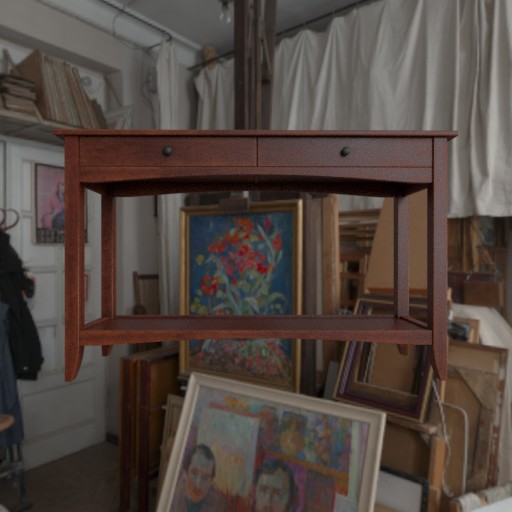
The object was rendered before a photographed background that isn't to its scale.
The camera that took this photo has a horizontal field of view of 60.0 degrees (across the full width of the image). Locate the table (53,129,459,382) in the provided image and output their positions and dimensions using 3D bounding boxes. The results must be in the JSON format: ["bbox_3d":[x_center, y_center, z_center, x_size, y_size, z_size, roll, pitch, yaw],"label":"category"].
[{"bbox_3d":[0.000,0.000,1.490,1.188,0.739,0.392,0,0,-1],"label":"table"}]
